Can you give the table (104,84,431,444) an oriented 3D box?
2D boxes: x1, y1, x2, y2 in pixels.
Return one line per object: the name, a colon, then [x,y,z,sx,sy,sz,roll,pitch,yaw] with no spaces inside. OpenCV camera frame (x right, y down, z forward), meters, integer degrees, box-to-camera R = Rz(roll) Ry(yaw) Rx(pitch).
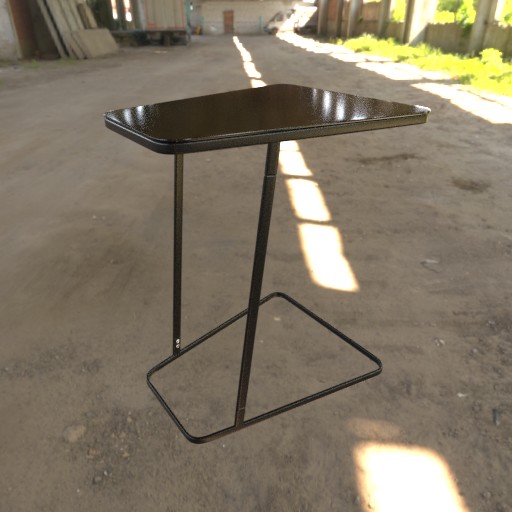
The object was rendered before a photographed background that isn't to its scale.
table: [0.000,0.000,0.964,0.500,0.624,0.427,-20,34,-32]
